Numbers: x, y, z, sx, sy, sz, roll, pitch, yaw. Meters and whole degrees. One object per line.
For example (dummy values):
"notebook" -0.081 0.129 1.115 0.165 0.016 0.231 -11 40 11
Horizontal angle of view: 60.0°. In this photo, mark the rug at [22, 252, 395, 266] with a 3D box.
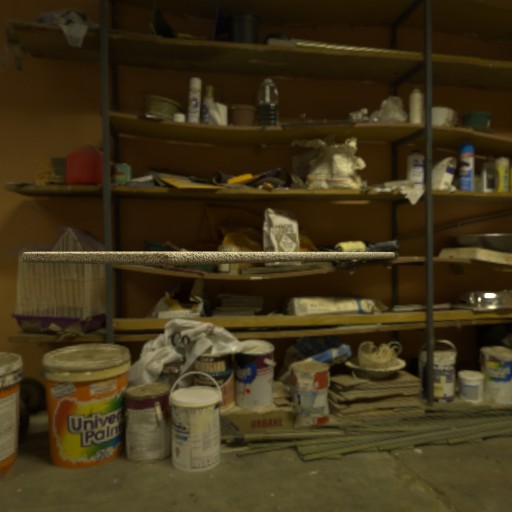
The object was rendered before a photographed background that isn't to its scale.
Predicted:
"rug" 0.000 0.000 1.738 0.609 0.030 1.524 0 1 35
